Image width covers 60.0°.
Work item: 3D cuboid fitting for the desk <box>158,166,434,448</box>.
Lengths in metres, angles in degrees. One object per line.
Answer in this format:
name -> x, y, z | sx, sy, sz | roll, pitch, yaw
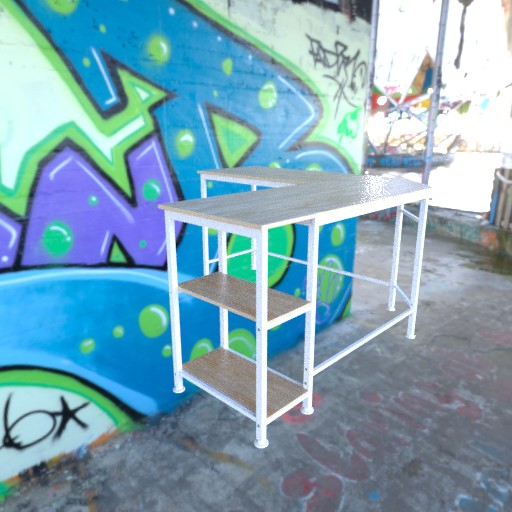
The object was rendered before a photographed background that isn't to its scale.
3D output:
desk -> 0.000, 0.000, 2.253 | 1.379, 0.739, 1.379 | 15, 22, 42
